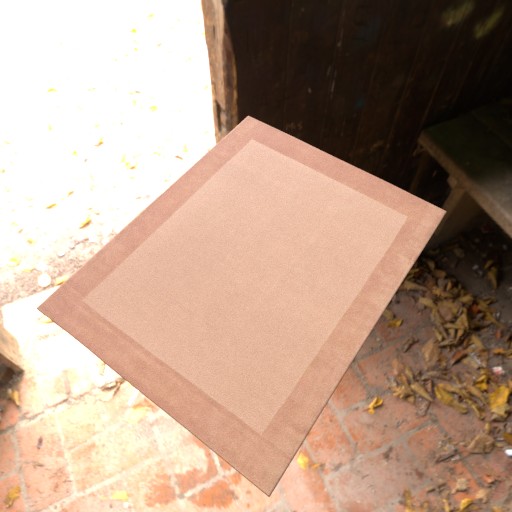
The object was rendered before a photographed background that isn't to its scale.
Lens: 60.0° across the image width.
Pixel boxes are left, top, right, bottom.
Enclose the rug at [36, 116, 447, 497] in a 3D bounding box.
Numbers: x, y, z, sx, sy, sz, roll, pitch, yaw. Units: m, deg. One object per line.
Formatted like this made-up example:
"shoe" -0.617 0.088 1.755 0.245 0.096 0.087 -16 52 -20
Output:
"rug" 0.000 0.000 4.065 2.431 0.021 3.057 31 62 19
